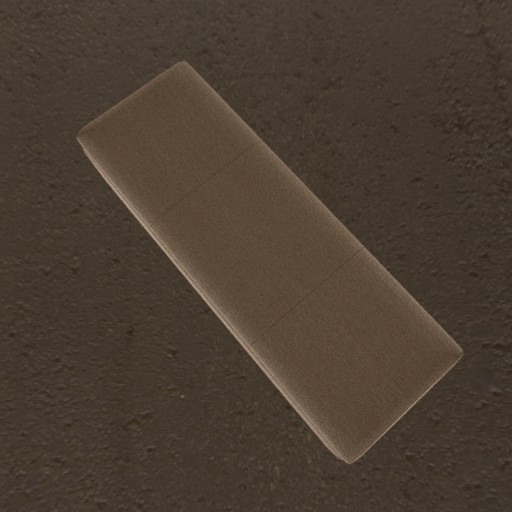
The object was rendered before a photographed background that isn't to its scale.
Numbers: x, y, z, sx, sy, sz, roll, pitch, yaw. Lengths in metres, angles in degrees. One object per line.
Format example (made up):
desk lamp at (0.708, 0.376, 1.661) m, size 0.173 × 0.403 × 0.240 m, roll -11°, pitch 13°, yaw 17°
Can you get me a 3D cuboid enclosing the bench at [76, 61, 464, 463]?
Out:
bench at (0.000, 0.000, 1.484) m, size 0.446 × 0.438 × 1.269 m, roll -39°, pitch 78°, yaw -10°
